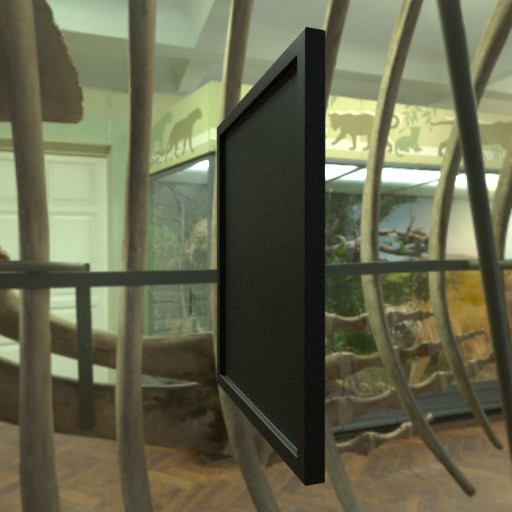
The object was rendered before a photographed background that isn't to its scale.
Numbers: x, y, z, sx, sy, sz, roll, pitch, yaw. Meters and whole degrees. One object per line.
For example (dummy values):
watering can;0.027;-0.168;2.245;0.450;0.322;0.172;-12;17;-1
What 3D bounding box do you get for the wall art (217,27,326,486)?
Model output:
wall art;0.000;0.000;0.759;0.028;0.559;0.457;0;0;-19
